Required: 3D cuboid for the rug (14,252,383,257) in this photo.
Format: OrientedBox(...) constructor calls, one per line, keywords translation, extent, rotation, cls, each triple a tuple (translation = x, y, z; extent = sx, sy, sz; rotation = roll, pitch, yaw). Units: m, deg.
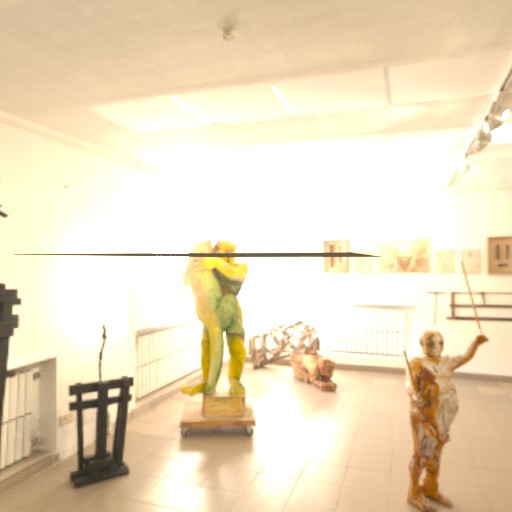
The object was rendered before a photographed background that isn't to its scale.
OrientedBox(translation=(0.000, 0.000, 2.944), extent=(1.524, 0.005, 2.439), rotation=(0, -1, 19), cls="rug")
